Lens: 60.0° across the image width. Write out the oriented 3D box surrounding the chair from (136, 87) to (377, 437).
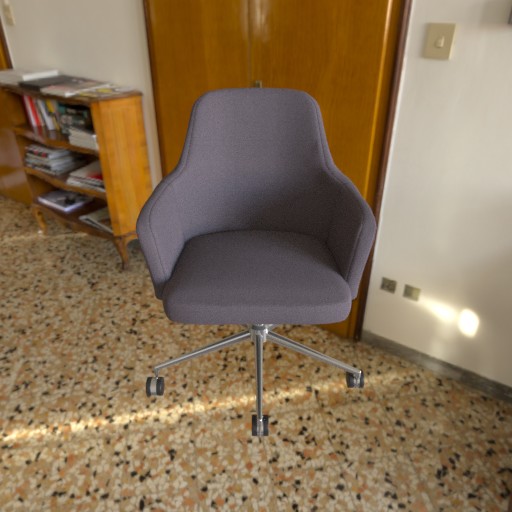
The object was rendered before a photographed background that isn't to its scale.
[{"bbox_3d":[0.000,0.000,1.257,0.655,0.820,0.600,0,30,0],"label":"chair"}]
